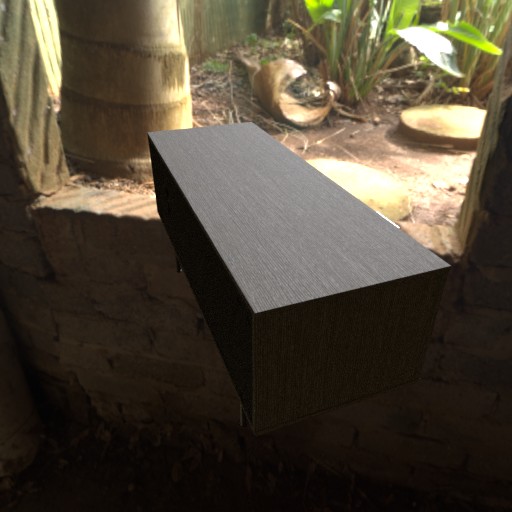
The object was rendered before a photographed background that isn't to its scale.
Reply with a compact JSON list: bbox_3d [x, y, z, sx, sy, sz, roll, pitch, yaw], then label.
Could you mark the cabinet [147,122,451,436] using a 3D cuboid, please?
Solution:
[{"bbox_3d":[0.000,0.000,1.609,0.500,0.599,1.300,-11,33,-18],"label":"cabinet"}]
